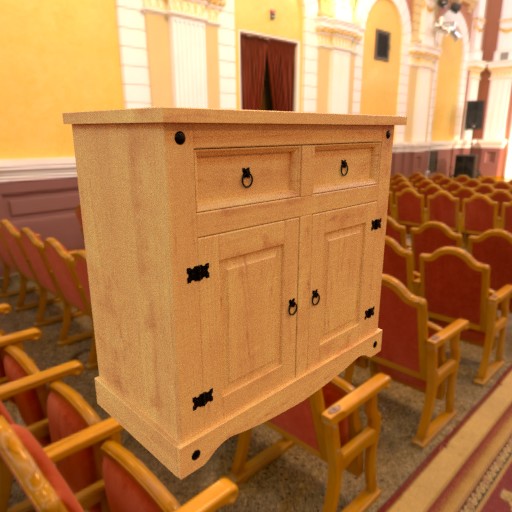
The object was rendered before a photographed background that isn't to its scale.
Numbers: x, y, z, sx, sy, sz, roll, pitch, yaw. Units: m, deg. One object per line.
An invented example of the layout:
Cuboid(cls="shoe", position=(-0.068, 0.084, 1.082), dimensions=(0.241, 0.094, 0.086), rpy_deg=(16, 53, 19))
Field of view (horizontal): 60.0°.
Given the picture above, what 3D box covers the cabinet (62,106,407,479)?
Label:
Cuboid(cls="cabinet", position=(0.000, 0.000, 1.382), dimensions=(0.920, 0.840, 0.450), rpy_deg=(-15, 22, -42))
